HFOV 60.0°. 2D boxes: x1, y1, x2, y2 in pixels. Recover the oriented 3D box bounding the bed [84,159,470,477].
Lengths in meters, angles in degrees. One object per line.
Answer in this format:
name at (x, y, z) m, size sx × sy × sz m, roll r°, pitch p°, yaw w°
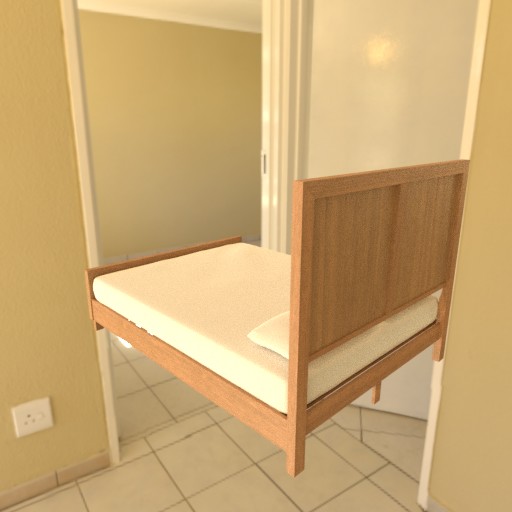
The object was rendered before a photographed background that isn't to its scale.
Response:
bed at (0.000, 0.000, 3.182) m, size 1.606 × 1.387 × 2.184 m, roll -15°, pitch 22°, yaw -42°
